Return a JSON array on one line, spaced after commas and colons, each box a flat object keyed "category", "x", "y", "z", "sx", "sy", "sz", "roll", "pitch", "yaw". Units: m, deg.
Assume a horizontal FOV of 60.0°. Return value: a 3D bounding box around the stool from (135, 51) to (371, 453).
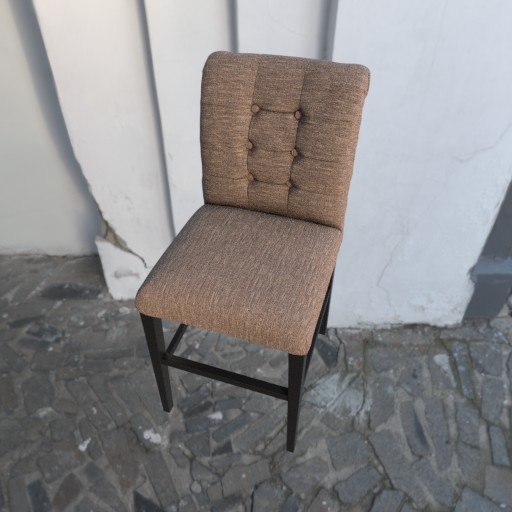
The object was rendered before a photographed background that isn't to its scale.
[{"category": "stool", "x": 0.000, "y": 0.000, "z": 1.296, "sx": 0.457, "sy": 0.970, "sz": 0.611, "roll": 12, "pitch": 41, "yaw": 14}]
